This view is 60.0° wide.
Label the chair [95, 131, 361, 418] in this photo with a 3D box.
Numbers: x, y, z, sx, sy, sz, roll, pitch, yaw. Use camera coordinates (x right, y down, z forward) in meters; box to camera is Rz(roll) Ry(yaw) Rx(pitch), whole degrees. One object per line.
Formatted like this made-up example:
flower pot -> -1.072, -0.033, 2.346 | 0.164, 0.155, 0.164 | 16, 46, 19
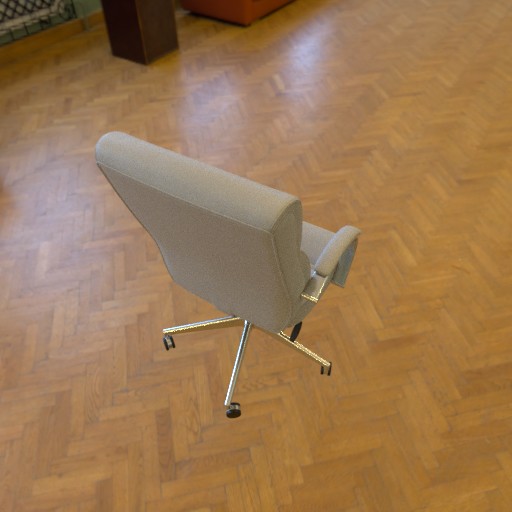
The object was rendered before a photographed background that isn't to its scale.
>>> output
chair -> 0.000, 0.000, 1.606 | 0.727, 1.099, 0.745 | 24, 51, 21
